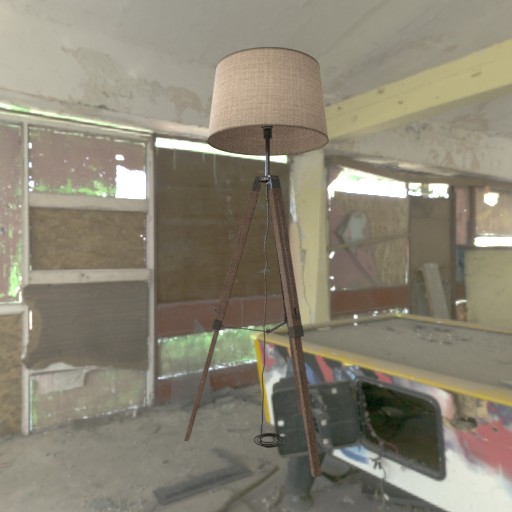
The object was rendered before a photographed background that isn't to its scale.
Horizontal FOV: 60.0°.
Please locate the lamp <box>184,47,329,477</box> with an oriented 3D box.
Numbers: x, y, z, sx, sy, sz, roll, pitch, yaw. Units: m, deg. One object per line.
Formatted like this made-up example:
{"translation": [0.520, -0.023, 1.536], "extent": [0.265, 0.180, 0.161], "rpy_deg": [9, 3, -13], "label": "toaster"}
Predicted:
{"translation": [0.000, 0.000, 1.811], "extent": [0.587, 1.510, 0.604], "rpy_deg": [0, 0, 0], "label": "lamp"}
